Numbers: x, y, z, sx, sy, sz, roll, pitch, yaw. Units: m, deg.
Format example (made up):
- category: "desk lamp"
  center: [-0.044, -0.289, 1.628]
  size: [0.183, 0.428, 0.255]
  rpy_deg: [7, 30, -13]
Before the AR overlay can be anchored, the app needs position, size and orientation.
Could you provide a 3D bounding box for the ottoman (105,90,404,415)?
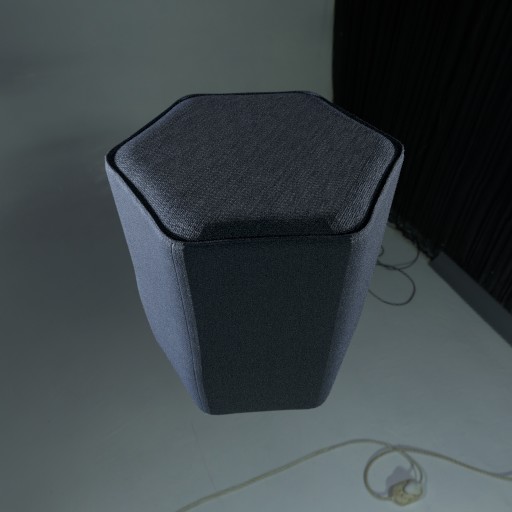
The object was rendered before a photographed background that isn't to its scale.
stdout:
- category: "ottoman"
  center: [0.000, 0.000, 0.889]
  size: [0.454, 0.505, 0.492]
  rpy_deg: [-22, 49, -21]
